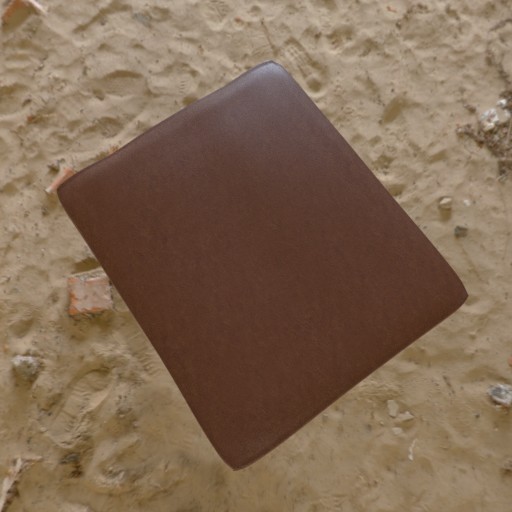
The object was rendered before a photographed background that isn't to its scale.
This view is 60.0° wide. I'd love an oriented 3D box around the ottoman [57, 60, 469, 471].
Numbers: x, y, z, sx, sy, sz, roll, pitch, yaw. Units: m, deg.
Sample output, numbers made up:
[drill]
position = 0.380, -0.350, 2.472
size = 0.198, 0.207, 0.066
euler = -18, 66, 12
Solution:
[ottoman]
position = 0.000, 0.000, 1.460
size = 0.836, 0.472, 0.987
euler = -34, 78, -8
